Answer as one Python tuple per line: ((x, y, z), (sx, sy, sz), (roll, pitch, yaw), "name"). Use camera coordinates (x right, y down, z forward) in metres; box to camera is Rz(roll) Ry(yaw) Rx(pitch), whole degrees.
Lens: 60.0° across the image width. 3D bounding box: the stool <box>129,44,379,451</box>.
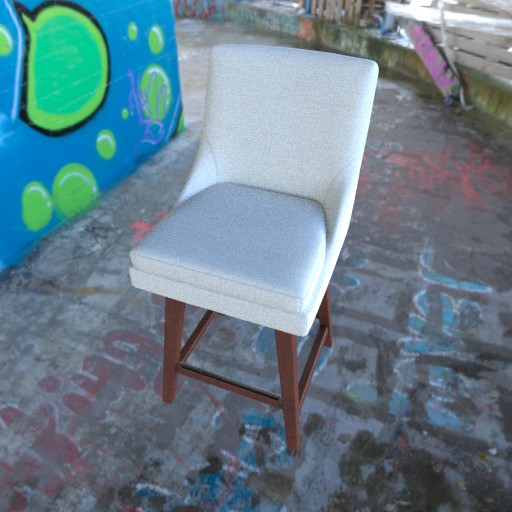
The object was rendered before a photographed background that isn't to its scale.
((0.000, 0.000, 1.271), (0.469, 0.991, 0.559), (14, 41, 16), "stool")
